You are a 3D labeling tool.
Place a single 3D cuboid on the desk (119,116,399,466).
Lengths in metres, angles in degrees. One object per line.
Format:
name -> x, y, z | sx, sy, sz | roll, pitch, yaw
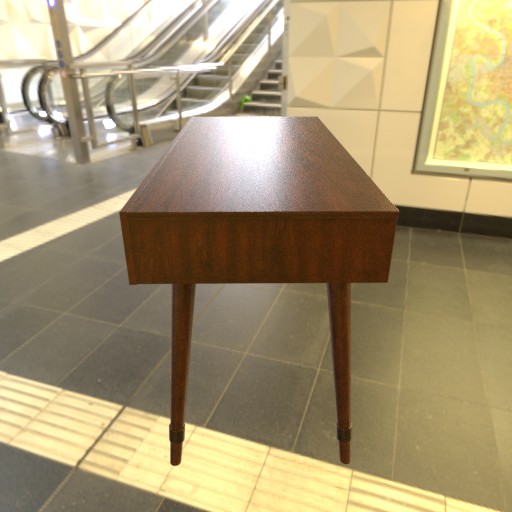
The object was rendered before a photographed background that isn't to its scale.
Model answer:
desk -> 0.000, 0.000, 2.093 | 0.734, 1.031, 1.577 | 0, 26, -1
